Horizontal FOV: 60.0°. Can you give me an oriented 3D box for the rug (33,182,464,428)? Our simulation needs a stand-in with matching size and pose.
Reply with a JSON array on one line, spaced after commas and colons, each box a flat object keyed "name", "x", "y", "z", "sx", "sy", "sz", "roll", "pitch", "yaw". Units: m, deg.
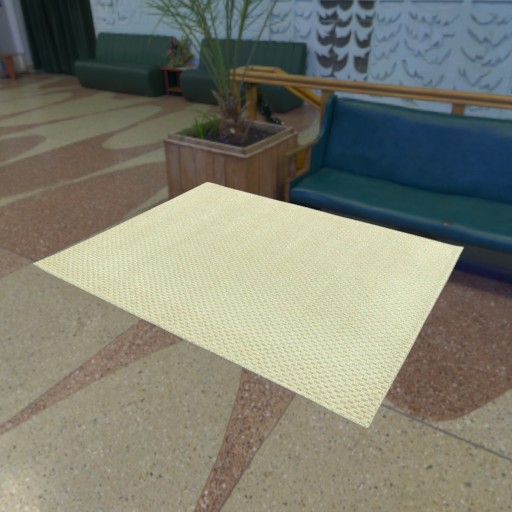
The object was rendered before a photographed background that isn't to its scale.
[{"name": "rug", "x": 0.000, "y": 0.000, "z": 3.775, "sx": 2.897, "sy": 0.035, "sz": 2.277, "roll": 18, "pitch": 35, "yaw": 28}]
